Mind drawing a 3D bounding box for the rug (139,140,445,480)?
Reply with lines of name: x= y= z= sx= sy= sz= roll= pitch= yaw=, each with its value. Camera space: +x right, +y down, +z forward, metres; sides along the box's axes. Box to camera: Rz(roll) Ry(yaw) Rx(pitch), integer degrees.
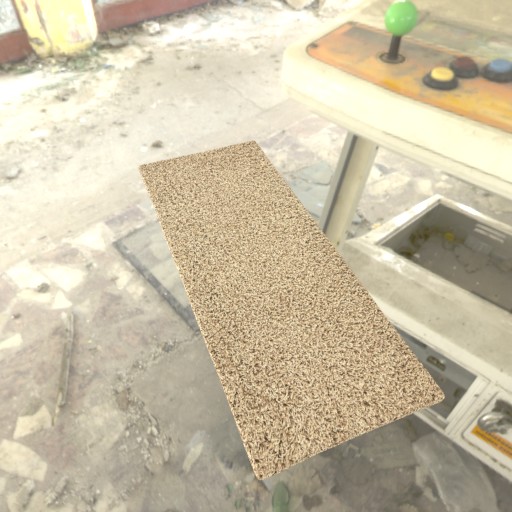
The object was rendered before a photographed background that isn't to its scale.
rug: x=0.000 y=0.000 z=1.733 sx=0.609 sy=0.030 sz=1.524 roll=-16 pitch=49 yaw=-15
